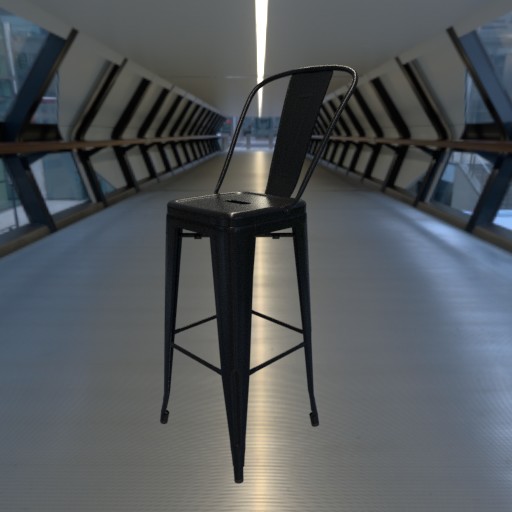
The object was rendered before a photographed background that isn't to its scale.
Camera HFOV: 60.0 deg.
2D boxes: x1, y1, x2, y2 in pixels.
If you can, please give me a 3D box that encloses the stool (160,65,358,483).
[{"bbox_3d":[0.000,0.000,1.328,0.399,1.096,0.513,16,22,43],"label":"stool"}]
